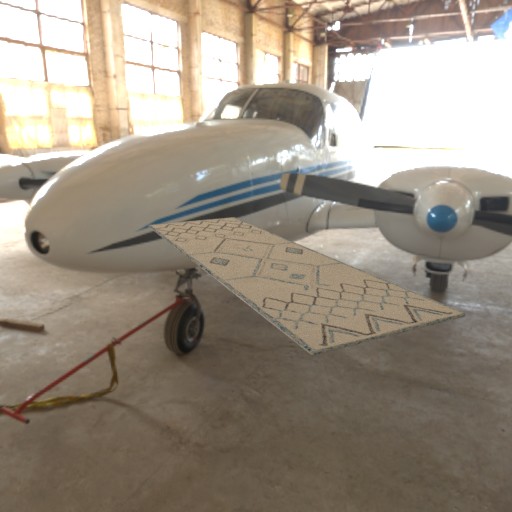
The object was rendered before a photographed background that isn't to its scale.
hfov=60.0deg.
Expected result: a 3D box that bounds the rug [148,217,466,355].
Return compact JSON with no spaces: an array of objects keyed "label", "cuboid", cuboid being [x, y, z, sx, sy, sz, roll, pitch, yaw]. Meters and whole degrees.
[{"label":"rug","cuboid":[0.000,0.000,2.748,0.770,0.013,2.434,-8,17,-25]}]
